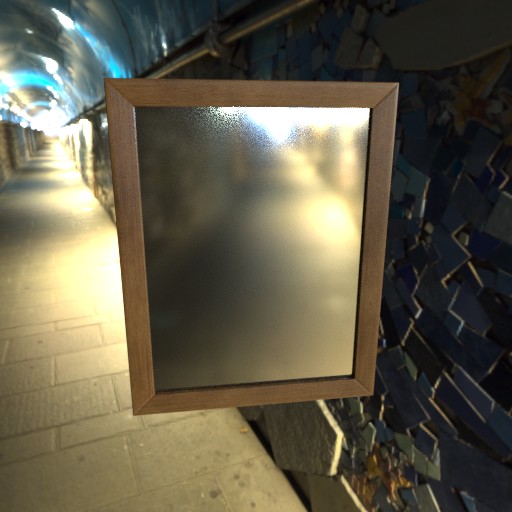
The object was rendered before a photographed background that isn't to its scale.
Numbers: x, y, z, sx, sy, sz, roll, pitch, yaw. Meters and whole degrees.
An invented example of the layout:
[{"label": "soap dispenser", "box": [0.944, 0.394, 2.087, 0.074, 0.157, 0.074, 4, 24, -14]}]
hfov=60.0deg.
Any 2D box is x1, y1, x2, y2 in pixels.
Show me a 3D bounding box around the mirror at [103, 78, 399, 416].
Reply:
[{"label": "mirror", "box": [0.000, 0.000, 0.690, 0.405, 0.508, 0.041, -2, 16, -8]}]
